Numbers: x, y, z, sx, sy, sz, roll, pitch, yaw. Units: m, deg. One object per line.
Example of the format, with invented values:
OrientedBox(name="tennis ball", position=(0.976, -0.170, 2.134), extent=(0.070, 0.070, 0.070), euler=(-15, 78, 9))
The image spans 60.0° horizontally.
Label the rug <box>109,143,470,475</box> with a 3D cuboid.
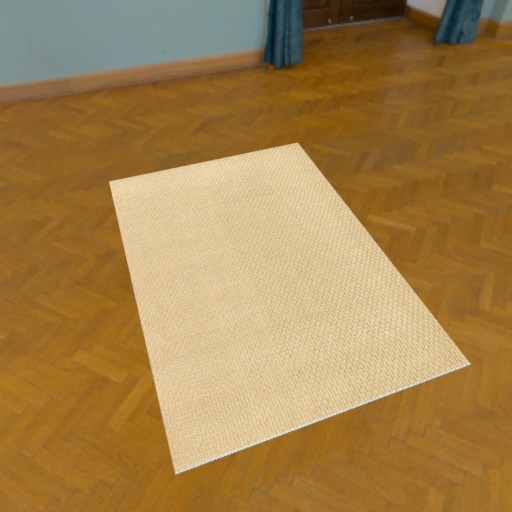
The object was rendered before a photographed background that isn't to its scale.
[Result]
OrientedBox(name="rug", position=(0.000, 0.000, 2.739), extent=(1.509, 0.013, 2.144), euler=(-15, 48, -14))
